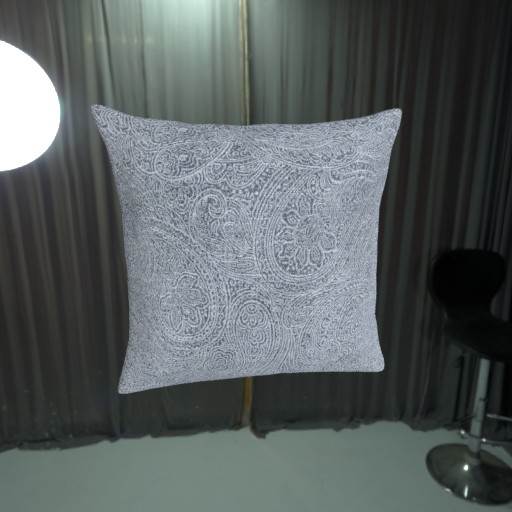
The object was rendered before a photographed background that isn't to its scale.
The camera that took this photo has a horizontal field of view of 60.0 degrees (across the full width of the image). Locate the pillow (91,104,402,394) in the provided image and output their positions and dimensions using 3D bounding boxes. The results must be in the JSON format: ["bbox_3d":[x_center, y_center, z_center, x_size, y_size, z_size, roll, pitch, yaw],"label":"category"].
[{"bbox_3d":[0.000,0.000,0.796,0.523,0.510,0.166,-2,14,-8],"label":"pillow"}]
